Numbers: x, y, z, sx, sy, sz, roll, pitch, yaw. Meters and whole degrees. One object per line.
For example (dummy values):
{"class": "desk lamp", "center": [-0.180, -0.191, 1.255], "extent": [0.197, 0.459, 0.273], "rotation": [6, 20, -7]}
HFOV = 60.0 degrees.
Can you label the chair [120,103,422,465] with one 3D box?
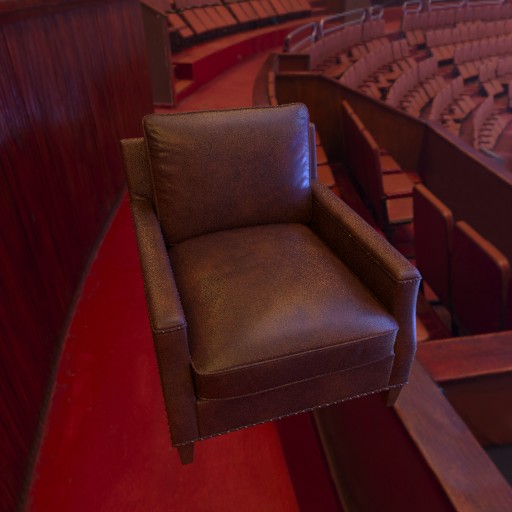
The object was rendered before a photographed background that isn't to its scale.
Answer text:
{"class": "chair", "center": [0.000, 0.000, 1.682], "extent": [0.853, 0.929, 1.014], "rotation": [-10, 34, -15]}
